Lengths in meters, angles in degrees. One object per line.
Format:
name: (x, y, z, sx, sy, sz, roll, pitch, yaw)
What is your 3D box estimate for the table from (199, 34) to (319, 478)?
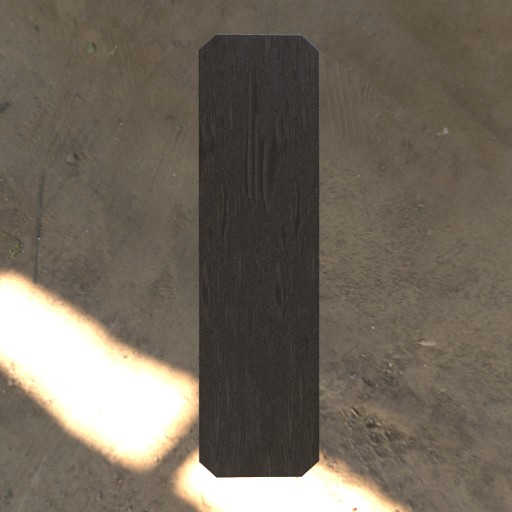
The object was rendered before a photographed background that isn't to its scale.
table: (0.000, 0.000, 1.473, 0.329, 0.800, 1.112, 0, 90, -1)
